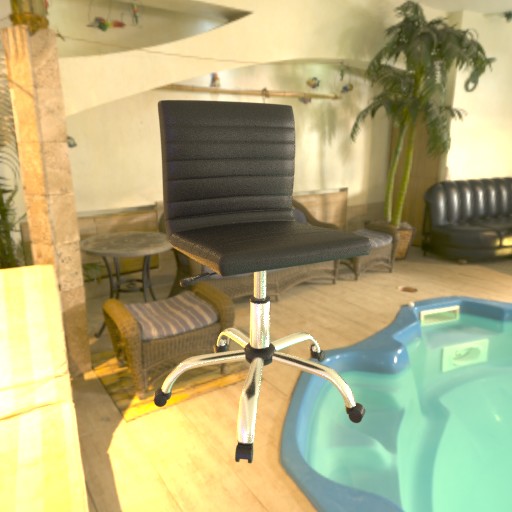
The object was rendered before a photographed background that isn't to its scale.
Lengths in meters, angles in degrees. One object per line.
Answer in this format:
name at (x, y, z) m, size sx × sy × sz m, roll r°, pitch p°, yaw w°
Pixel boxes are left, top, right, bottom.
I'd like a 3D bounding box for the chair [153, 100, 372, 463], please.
chair at (0.000, 0.000, 1.151) m, size 0.556 × 0.780 × 0.530 m, roll -8°, pitch 17°, yaw -27°
